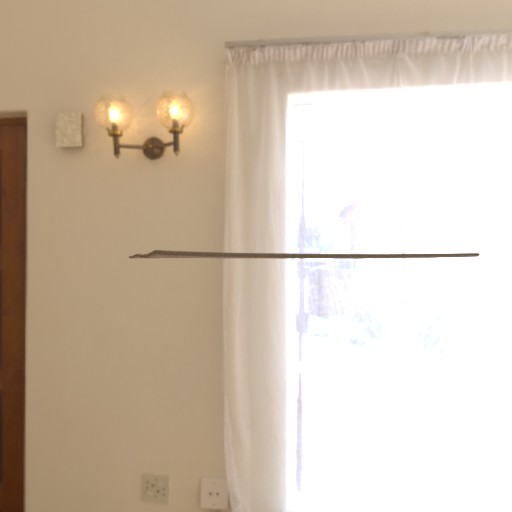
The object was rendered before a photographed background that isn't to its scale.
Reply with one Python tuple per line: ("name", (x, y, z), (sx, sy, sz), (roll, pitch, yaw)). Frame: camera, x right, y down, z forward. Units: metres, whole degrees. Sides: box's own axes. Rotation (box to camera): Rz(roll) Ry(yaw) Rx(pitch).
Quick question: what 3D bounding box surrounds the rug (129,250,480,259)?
("rug", (0.000, 0.000, 2.395), (1.252, 0.034, 1.829), (0, 0, -18))
